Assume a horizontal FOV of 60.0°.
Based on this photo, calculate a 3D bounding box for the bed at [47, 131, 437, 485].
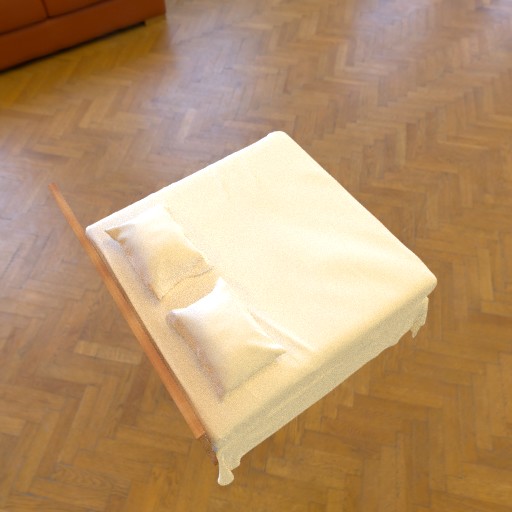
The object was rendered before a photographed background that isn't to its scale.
[{"bbox_3d":[0.000,0.000,3.490,2.215,1.270,2.317,-31,63,-18],"label":"bed"}]
